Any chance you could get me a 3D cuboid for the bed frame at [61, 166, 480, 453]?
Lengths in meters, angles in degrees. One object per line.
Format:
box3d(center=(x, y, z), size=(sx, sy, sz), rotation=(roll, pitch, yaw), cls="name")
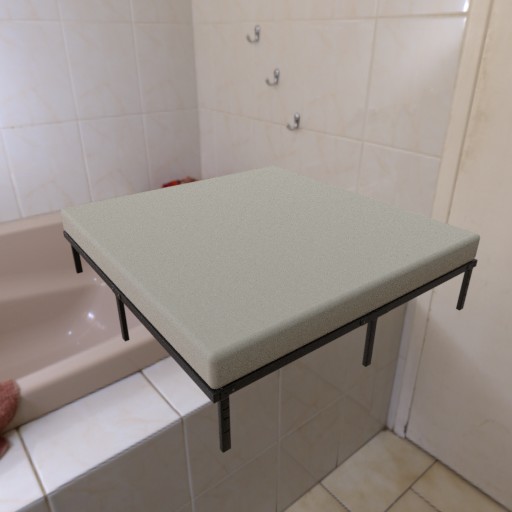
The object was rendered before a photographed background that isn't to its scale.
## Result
box3d(center=(0.000, 0.000, 3.896), size=(2.526, 0.680, 2.635), rotation=(-18, 32, -33), cls="bed frame")
